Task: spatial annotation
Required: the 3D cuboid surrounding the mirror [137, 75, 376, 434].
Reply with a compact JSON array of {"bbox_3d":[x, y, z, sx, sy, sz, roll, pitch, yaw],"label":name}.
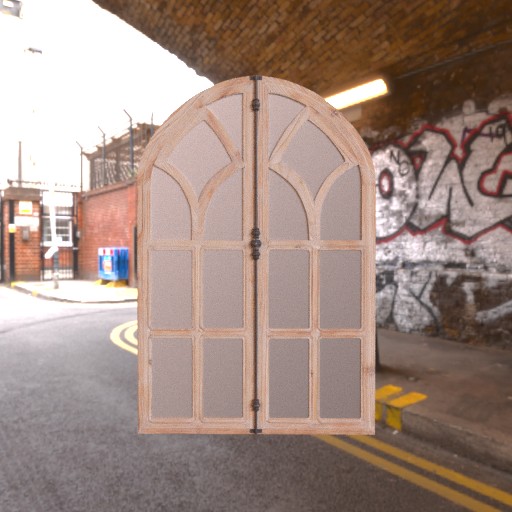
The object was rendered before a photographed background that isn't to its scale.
[{"bbox_3d":[0.000,0.000,1.131,0.609,0.915,0.032,0,1,1],"label":"mirror"}]
